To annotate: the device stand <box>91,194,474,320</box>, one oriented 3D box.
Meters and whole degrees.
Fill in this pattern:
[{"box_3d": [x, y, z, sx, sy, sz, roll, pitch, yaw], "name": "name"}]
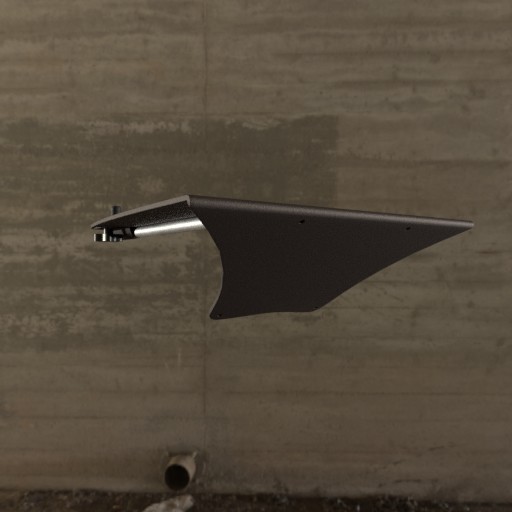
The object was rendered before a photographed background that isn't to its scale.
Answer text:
[{"box_3d": [0.000, 0.000, 0.353, 0.230, 0.092, 0.230, 0, -1, -34], "name": "device stand"}]
